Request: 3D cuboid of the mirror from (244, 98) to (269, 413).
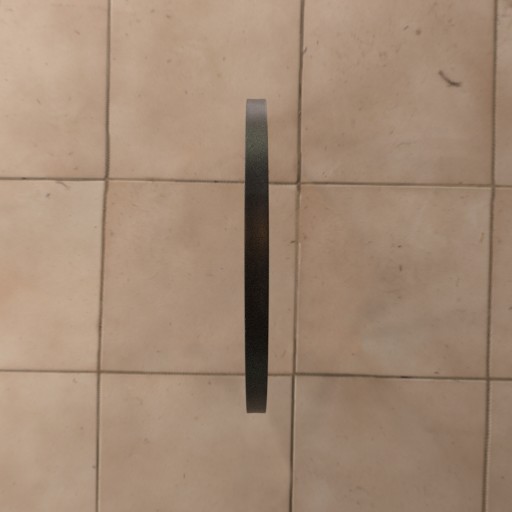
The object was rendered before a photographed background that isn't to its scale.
[{"bbox_3d":[0.000,0.000,0.845,0.032,0.565,0.565,0,90,0],"label":"mirror"}]
